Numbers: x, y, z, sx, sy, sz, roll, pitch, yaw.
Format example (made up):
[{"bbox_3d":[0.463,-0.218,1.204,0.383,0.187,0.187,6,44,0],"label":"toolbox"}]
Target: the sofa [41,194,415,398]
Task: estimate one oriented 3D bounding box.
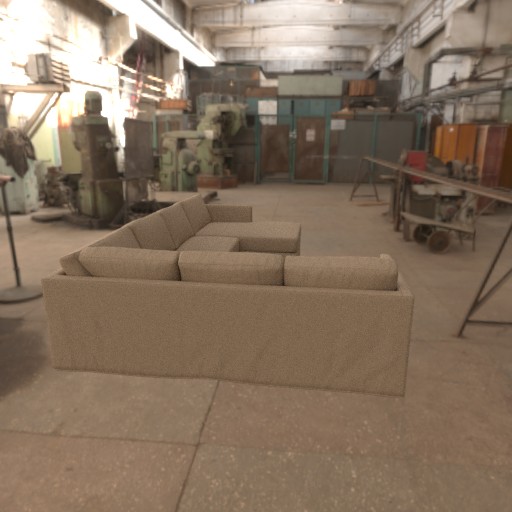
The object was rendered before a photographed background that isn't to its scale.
[{"bbox_3d":[0.000,0.000,4.501,2.427,0.882,3.460,2,15,8],"label":"sofa"}]
